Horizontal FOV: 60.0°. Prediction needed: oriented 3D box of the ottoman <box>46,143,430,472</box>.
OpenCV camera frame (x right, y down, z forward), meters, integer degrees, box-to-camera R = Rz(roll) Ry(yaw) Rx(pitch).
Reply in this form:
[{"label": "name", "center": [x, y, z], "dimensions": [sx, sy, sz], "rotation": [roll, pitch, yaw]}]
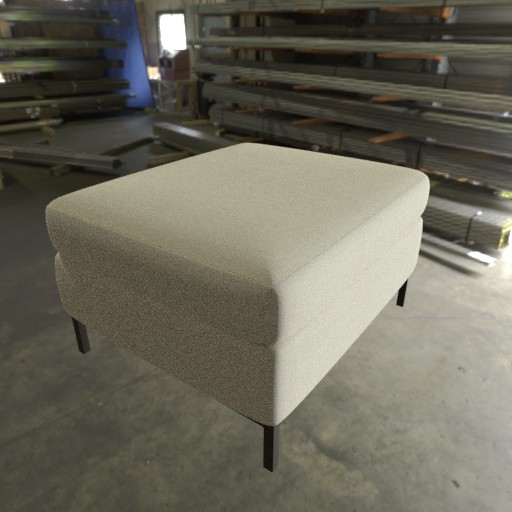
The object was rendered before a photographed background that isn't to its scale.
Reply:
[{"label": "ottoman", "center": [0.000, 0.000, 1.178], "dimensions": [0.657, 0.453, 0.794], "rotation": [18, 32, 32]}]
